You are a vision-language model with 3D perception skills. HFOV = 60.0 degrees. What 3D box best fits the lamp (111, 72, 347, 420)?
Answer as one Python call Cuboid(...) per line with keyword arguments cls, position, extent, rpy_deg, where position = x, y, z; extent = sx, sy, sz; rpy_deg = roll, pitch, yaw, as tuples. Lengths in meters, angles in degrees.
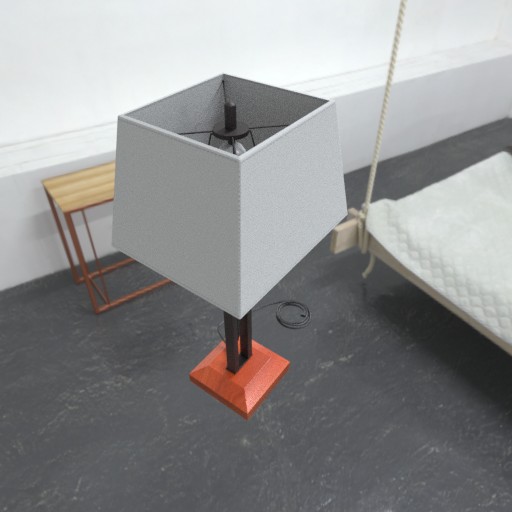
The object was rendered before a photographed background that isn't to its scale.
Cuboid(cls="lamp", position=(0.000, 0.000, 0.988), extent=(0.310, 0.737, 0.498), rpy_deg=(26, 46, 27))
